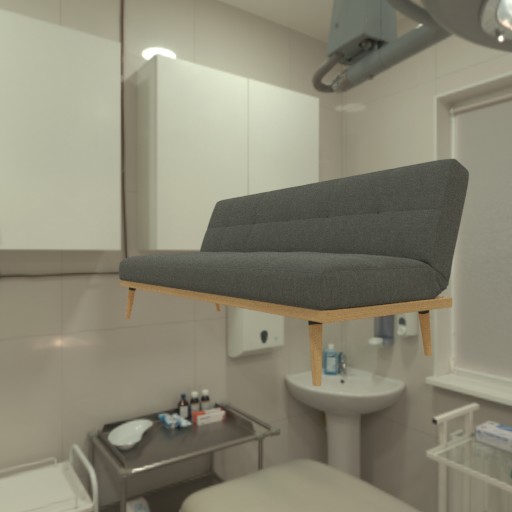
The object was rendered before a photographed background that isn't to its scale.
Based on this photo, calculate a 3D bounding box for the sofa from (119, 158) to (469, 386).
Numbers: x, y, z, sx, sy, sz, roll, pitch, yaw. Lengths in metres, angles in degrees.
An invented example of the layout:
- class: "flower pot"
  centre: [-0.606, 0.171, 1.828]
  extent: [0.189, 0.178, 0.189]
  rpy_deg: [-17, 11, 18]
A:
- class: "sofa"
  centre: [0.000, 0.000, 2.245]
  extent: [0.820, 0.770, 1.820]
  rpy_deg: [0, 1, -36]
